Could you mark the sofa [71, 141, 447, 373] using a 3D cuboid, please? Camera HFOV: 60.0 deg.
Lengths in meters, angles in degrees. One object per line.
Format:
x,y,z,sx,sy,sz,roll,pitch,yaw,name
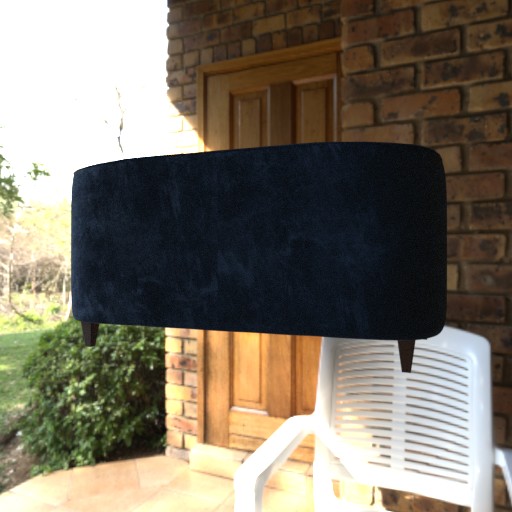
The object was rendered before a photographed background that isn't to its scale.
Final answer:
0.000,0.000,2.202,1.733,0.854,0.941,0,0,19,sofa
